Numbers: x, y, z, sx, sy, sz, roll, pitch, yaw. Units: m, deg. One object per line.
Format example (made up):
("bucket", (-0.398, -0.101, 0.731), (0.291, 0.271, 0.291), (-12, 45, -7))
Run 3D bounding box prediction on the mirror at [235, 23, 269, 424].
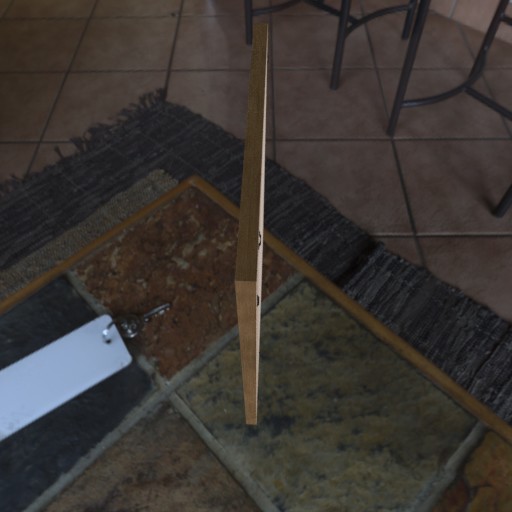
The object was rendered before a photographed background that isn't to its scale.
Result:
("mirror", (0.000, 0.000, 1.352), (0.040, 1.016, 0.762), (2, 57, 1))
